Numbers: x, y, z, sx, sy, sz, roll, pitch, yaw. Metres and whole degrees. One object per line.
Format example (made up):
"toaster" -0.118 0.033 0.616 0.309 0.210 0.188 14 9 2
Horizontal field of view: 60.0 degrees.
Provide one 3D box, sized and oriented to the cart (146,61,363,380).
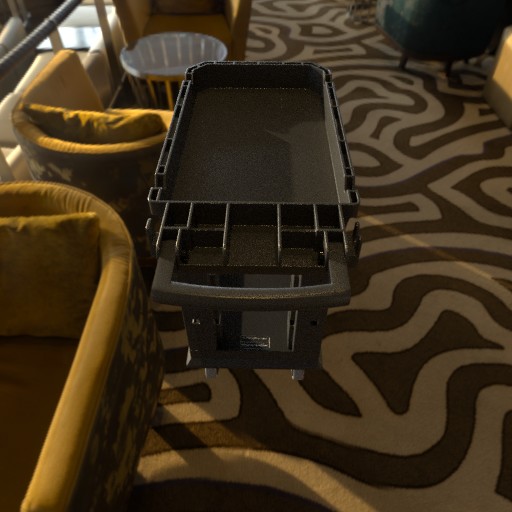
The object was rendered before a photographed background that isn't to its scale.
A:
"cart" 0.000 0.000 1.520 0.497 0.884 1.061 1 46 1
